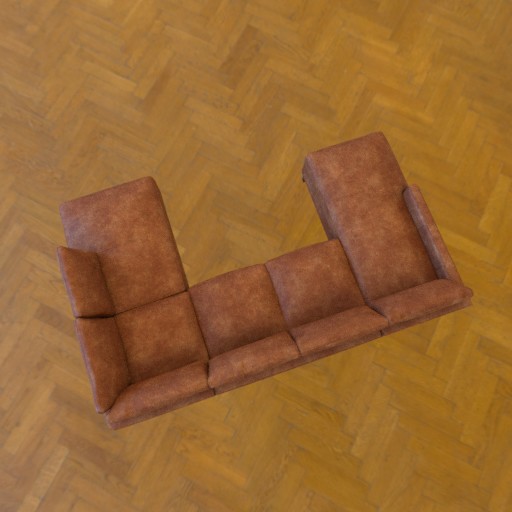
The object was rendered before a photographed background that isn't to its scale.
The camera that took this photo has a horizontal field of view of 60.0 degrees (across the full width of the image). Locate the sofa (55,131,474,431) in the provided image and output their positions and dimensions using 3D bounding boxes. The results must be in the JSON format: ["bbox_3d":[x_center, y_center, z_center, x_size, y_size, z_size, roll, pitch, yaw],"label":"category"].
[{"bbox_3d":[0.000,0.000,3.755,2.956,0.900,1.939,-18,77,-4],"label":"sofa"}]
